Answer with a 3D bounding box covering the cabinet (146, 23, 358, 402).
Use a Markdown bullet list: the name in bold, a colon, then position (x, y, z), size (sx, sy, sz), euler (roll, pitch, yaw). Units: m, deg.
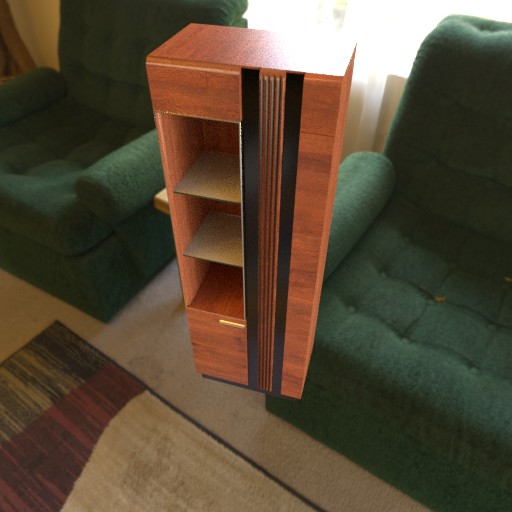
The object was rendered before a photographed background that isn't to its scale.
- **cabinet**: position (0.000, 0.000, 2.221), size (0.660, 1.980, 0.420), euler (11, 44, 12)
